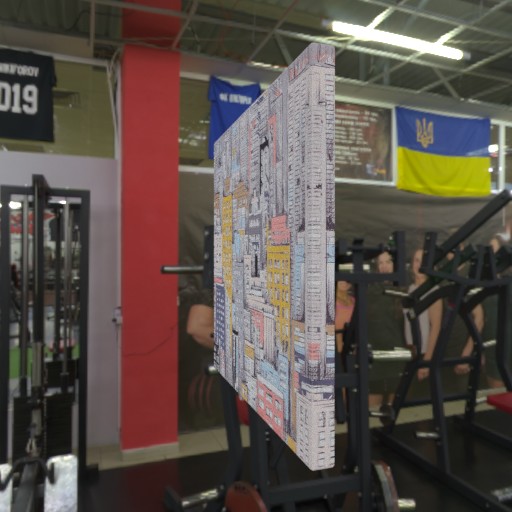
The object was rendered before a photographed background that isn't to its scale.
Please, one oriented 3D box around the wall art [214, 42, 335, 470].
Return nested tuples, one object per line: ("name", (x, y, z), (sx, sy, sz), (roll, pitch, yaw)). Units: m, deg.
("wall art", (0.000, 0.000, 1.151), (0.048, 0.762, 0.761), (0, 0, -19))
